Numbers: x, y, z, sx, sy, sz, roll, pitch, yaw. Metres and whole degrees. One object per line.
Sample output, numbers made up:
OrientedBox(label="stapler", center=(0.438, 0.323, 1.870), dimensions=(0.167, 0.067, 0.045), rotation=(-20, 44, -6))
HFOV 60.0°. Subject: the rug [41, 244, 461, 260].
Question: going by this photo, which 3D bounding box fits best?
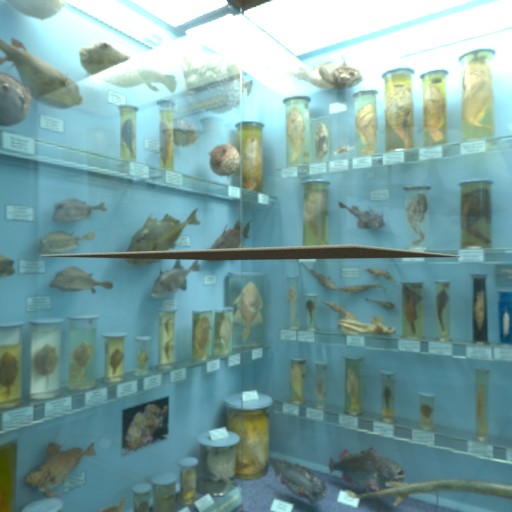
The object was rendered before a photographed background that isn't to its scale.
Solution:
OrientedBox(label="rug", center=(0.000, 0.000, 4.113), dimensions=(3.039, 0.018, 2.462), rotation=(-1, -2, 36))
